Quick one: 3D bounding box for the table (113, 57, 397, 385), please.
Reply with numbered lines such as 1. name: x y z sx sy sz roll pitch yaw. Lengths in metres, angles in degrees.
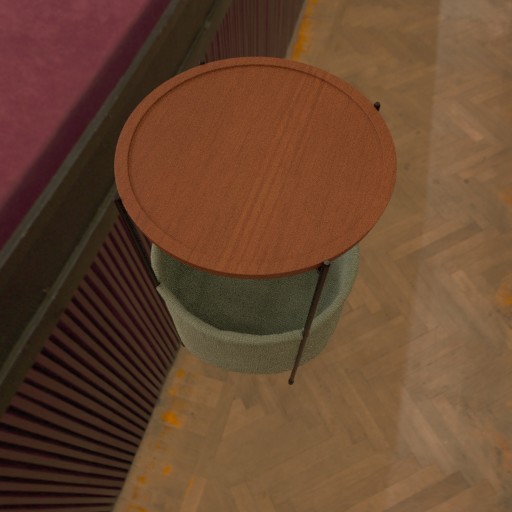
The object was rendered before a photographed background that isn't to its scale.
1. table: 0.000 0.000 0.882 0.400 0.623 0.400 17 63 9
